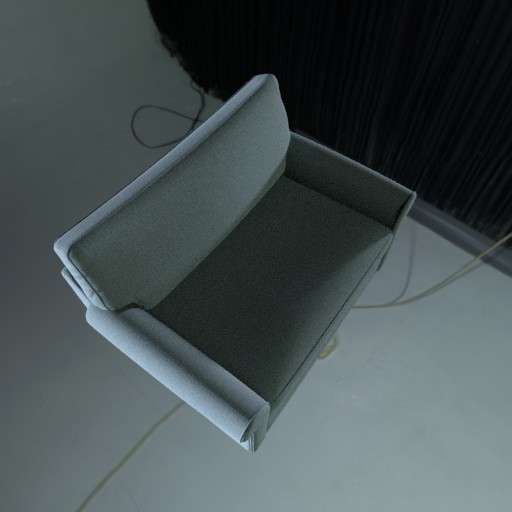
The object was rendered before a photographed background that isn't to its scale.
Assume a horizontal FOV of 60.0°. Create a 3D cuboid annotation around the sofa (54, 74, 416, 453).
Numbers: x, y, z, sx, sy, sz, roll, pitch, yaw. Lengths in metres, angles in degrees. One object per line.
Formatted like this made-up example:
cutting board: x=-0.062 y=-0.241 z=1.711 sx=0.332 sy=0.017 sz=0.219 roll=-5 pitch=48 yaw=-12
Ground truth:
sofa: x=0.000 y=0.000 z=2.055 sx=0.940 sy=0.953 sz=1.410 roll=31 pitch=62 yaw=19
